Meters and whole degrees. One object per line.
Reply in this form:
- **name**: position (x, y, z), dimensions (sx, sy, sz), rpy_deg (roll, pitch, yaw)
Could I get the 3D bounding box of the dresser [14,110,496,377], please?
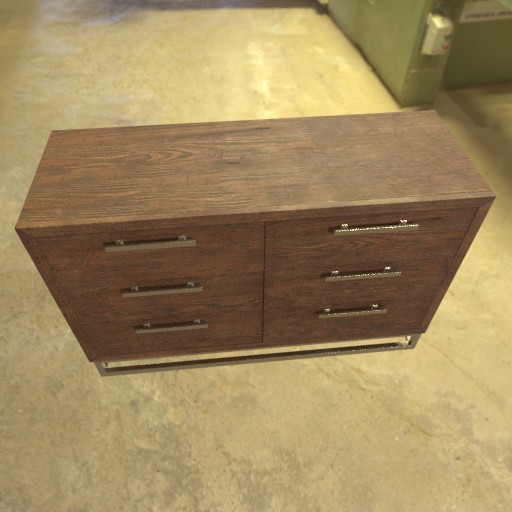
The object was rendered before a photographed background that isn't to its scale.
- **dresser**: position (0.000, 0.000, 2.085), dimensions (1.646, 1.061, 0.623), rpy_deg (-4, 48, -4)
